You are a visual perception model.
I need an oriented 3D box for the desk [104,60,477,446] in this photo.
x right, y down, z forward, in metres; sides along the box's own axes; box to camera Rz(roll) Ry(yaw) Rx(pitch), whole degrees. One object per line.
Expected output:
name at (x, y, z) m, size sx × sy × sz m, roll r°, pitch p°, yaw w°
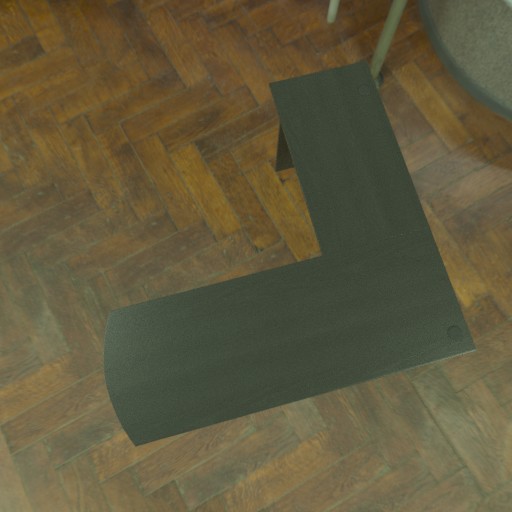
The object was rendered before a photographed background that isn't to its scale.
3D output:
desk at (0.000, 0.000, 2.112) m, size 1.361 × 0.716 × 1.303 m, roll -14°, pitch 76°, yaw -4°
